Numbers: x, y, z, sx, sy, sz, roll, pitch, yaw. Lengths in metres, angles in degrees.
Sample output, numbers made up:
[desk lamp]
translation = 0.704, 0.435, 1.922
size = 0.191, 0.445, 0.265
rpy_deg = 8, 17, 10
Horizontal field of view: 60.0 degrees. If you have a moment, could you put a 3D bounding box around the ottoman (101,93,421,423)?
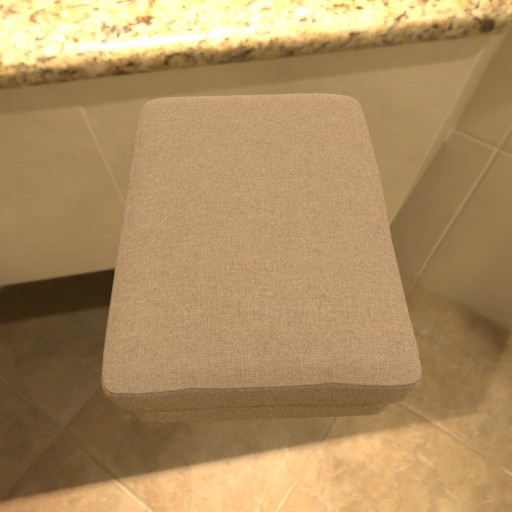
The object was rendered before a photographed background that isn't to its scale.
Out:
[ottoman]
translation = 0.000, 0.000, 1.290
size = 0.677, 0.519, 0.898
rpy_deg = -2, 59, -1
